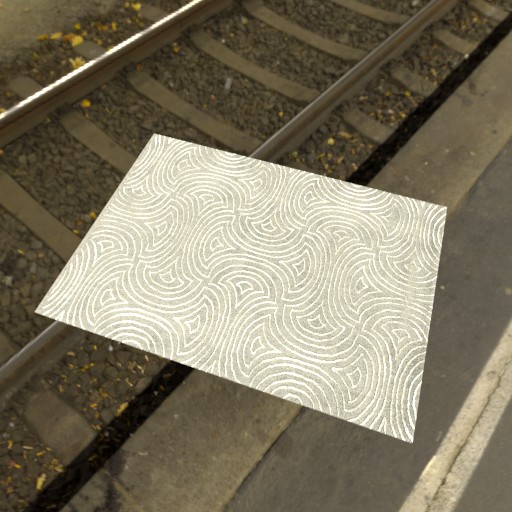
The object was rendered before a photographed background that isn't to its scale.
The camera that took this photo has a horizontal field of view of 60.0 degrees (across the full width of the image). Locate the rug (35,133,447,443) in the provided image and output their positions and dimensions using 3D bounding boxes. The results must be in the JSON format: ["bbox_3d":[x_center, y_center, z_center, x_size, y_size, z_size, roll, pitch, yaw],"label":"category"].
[{"bbox_3d":[0.000,0.000,2.734,2.144,0.015,1.543,16,59,10],"label":"rug"}]
